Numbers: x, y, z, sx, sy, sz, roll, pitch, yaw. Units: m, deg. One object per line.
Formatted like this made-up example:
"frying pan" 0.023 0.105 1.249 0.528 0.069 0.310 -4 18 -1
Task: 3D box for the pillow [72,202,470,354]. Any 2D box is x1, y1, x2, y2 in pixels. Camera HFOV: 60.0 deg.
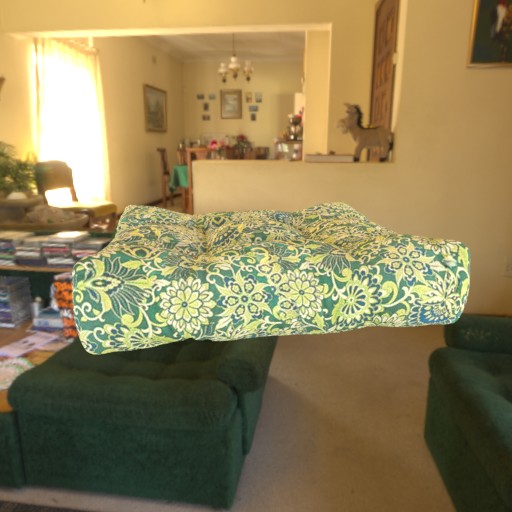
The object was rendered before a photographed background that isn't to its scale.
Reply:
"pillow" 0.000 0.000 0.738 0.490 0.128 0.468 -2 15 -9
